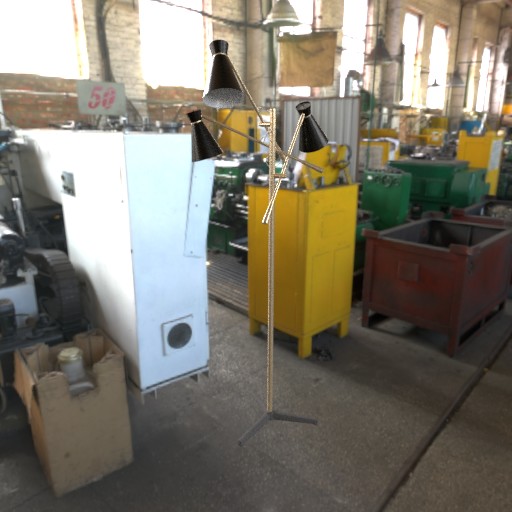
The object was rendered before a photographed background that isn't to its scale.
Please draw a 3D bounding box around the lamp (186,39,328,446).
[{"bbox_3d":[0.000,0.000,2.119,0.653,1.804,0.750,2,17,7],"label":"lamp"}]
